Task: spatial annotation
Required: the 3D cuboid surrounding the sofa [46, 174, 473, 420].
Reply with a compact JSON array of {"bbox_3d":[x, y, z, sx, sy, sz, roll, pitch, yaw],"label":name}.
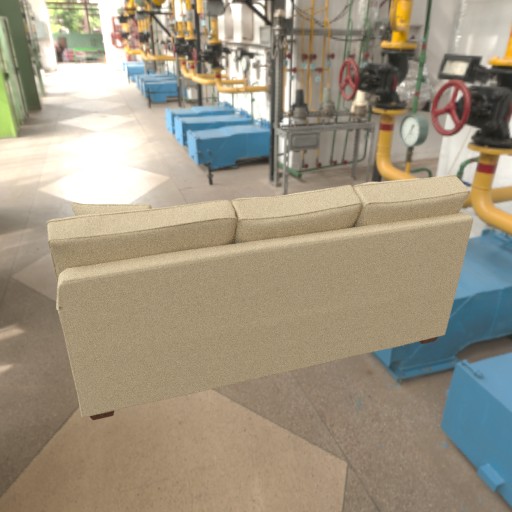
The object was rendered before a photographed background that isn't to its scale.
[{"bbox_3d":[0.000,0.000,2.469,1.963,0.946,1.034,-8,28,-16],"label":"sofa"}]
